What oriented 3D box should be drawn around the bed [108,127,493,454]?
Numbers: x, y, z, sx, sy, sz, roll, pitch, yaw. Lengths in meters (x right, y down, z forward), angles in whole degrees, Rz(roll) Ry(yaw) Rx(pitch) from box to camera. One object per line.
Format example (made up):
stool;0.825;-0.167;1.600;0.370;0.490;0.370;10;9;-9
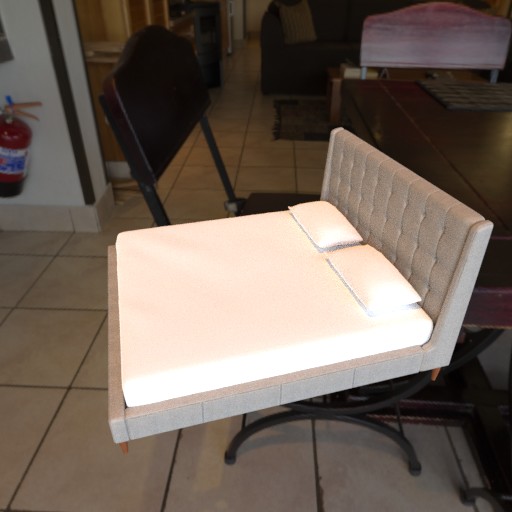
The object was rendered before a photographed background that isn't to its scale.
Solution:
bed;0.000;0.000;3.475;2.342;1.289;2.062;-9;33;-13
